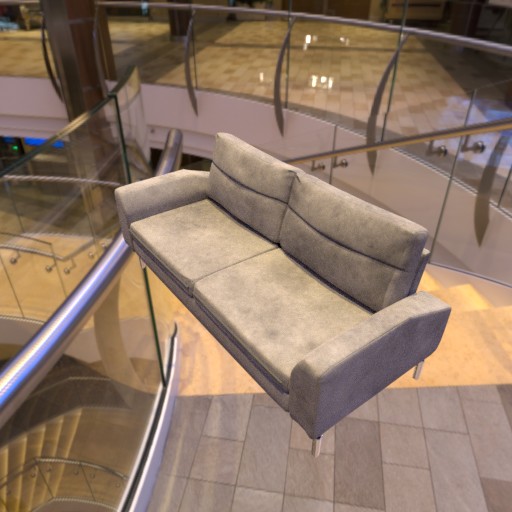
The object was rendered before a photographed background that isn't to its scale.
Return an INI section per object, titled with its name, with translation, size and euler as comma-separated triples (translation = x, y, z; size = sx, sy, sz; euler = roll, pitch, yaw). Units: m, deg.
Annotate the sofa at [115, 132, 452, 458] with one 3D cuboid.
[sofa]
translation = 0.000, 0.000, 2.412
size = 0.849, 0.859, 1.837
euler = -23, 40, -30
